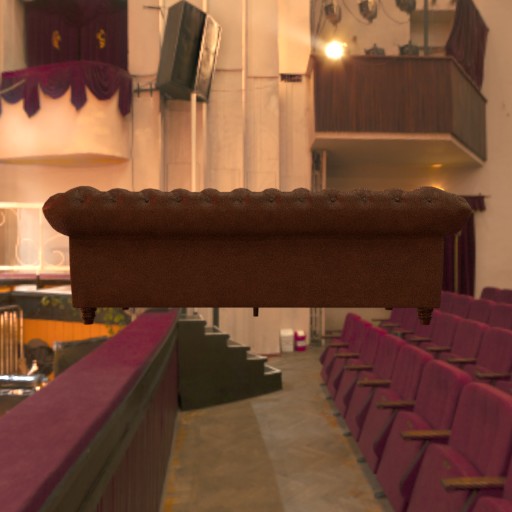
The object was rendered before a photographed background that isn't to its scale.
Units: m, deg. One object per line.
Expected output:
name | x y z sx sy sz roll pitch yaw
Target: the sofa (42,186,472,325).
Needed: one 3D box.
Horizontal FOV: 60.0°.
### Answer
sofa | 0.000 0.000 2.811 2.385 0.783 0.944 0 0 0
